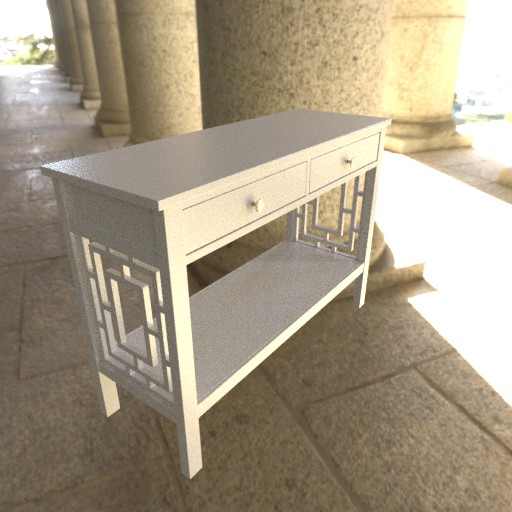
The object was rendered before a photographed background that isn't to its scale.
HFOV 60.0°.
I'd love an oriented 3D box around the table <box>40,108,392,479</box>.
[{"bbox_3d":[0.000,0.000,1.425,0.397,0.753,1.068,19,32,33],"label":"table"}]
